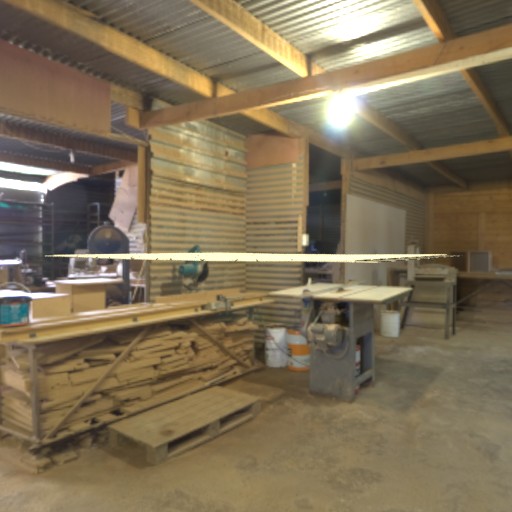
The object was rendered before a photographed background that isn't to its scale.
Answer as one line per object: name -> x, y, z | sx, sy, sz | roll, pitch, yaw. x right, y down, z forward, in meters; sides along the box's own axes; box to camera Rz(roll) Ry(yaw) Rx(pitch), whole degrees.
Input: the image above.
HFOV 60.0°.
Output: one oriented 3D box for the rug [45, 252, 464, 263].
rug -> 0.000, 0.000, 4.198 | 3.221, 0.026, 2.342 | 1, 1, 35
